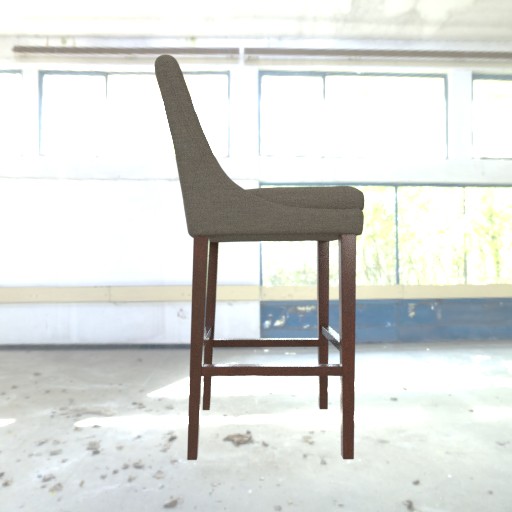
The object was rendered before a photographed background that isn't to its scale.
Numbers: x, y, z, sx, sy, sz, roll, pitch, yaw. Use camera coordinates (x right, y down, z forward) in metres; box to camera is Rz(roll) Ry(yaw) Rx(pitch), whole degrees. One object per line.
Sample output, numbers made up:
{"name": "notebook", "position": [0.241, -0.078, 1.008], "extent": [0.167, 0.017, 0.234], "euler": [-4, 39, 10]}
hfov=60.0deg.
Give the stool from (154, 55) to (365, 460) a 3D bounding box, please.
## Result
{"name": "stool", "position": [0.000, 0.000, 1.379], "extent": [0.577, 1.078, 0.470], "euler": [0, 0, -1]}
